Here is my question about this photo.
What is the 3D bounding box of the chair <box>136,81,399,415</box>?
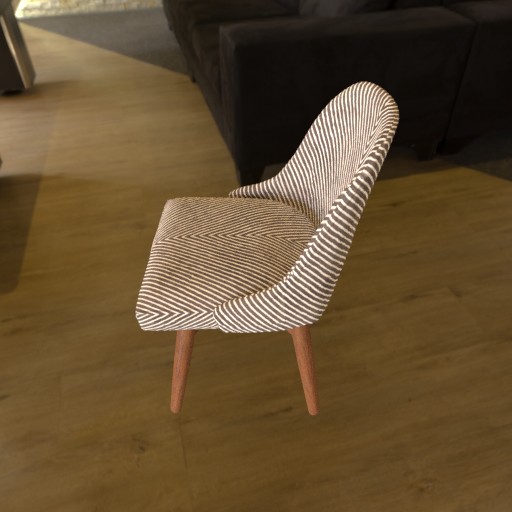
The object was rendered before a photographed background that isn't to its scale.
[{"bbox_3d":[0.000,0.000,1.231,0.591,0.883,0.504,1,42,1],"label":"chair"}]
